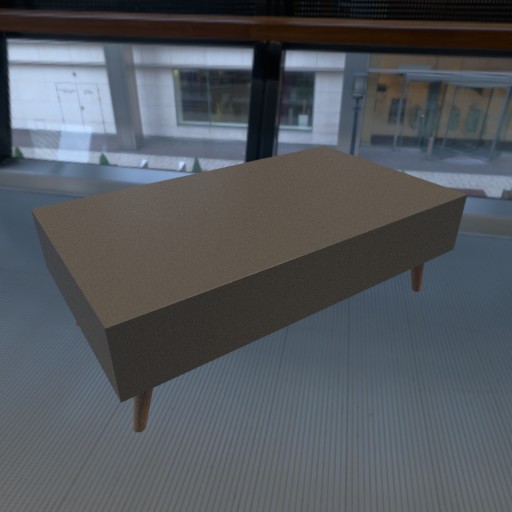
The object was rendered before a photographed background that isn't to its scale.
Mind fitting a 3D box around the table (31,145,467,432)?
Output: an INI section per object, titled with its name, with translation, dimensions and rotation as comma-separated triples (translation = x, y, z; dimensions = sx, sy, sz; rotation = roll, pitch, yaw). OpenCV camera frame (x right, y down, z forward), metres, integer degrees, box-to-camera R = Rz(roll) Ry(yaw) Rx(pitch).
[table]
translation = 0.000, 0.000, 1.507
dimensions = 1.201, 0.404, 0.703
rotation = -19, 35, -30
